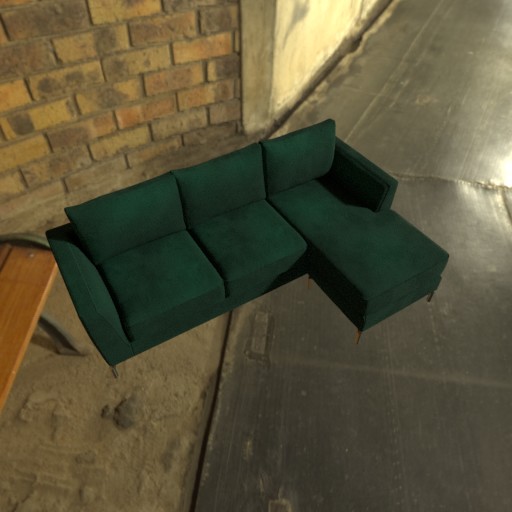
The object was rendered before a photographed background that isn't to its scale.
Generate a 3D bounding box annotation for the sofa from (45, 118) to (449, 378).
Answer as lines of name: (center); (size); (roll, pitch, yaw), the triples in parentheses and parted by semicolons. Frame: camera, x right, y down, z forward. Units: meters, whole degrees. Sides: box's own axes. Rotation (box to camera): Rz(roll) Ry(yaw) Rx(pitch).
sofa: (0.000, 0.000, 3.152); (2.441, 1.007, 1.489); (-24, 51, -21)
